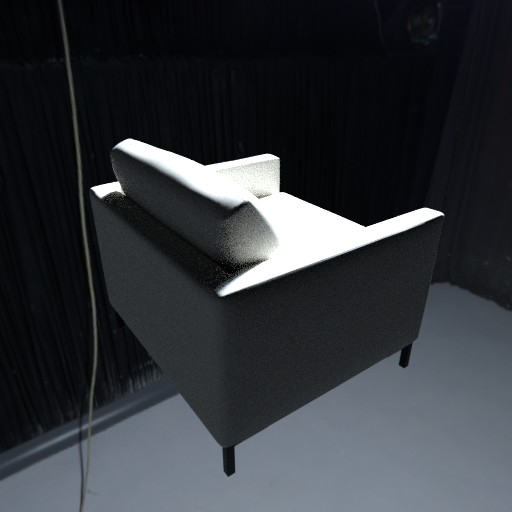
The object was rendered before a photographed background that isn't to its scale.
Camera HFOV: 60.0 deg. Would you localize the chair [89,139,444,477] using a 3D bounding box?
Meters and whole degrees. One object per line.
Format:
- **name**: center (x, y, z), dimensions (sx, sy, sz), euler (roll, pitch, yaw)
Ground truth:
- **chair**: center (0.000, 0.000, 1.630), dimensions (0.875, 0.806, 0.964), euler (-18, 32, -31)
